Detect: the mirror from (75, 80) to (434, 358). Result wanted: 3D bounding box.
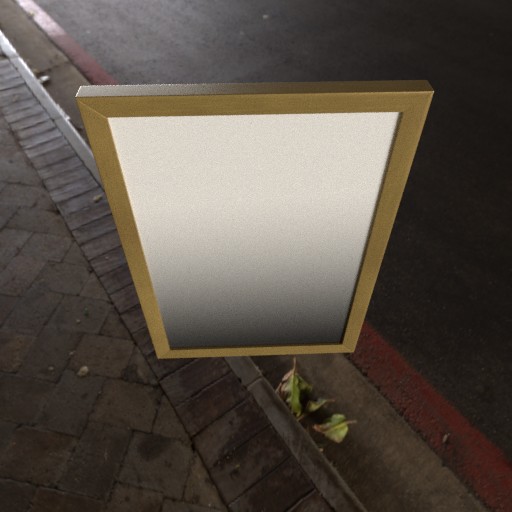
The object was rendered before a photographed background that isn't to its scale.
[{"bbox_3d":[0.000,0.000,0.898,0.507,0.710,0.040,-2,47,-1],"label":"mirror"}]
